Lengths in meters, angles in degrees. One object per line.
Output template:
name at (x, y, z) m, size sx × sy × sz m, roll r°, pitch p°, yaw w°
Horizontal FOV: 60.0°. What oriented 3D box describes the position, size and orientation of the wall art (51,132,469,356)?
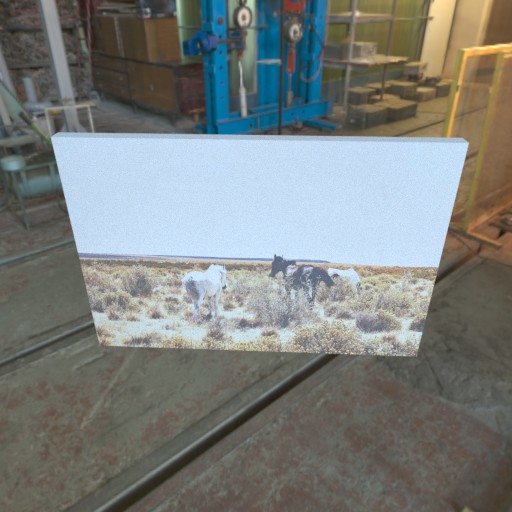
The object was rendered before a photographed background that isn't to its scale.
wall art at (0.000, 0.000, 1.418) m, size 1.138 × 0.761 × 0.051 m, roll 1°, pitch 30°, yaw 2°
